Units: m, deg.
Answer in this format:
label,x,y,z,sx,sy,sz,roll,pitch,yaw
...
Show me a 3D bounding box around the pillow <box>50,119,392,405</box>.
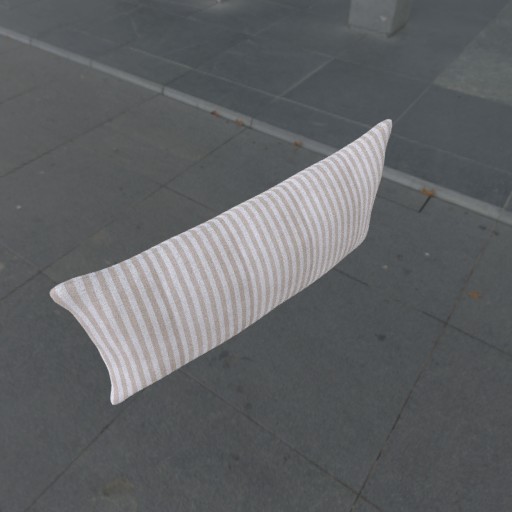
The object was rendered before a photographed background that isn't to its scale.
label,x,y,z,sx,sy,sz,roll,pitch,yaw
pillow,0.000,0.000,0.750,0.617,0.295,0.151,-31,54,-26
